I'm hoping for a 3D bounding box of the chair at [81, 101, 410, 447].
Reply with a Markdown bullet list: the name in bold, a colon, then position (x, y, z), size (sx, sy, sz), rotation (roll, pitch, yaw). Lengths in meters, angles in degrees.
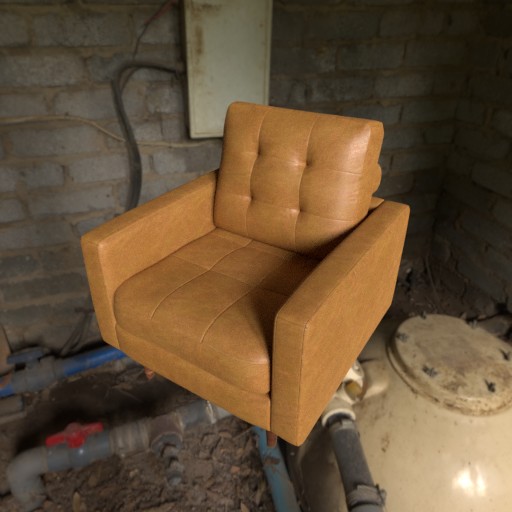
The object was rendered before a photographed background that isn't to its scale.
- **chair**: position (0.000, 0.000, 1.544), size (0.831, 0.896, 0.868), rotation (18, 36, 28)
